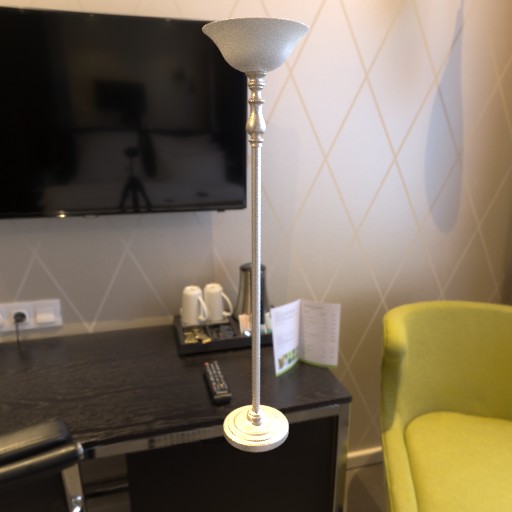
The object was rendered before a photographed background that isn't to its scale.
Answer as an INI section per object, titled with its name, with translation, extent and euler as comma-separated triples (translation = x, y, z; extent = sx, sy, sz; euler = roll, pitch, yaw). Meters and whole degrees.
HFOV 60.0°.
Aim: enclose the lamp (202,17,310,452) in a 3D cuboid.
[lamp]
translation = 0.000, 0.000, 1.914
extent = 0.405, 1.771, 0.405
euler = 15, 21, 42
